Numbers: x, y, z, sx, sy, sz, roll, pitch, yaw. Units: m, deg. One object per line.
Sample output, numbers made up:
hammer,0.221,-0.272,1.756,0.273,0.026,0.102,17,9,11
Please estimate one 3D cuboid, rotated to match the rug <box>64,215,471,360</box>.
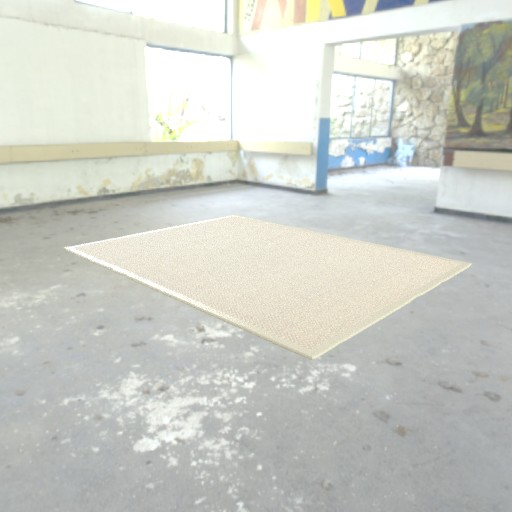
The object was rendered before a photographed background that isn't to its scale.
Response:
rug,0.000,0.000,4.914,3.659,0.037,2.734,16,23,42
